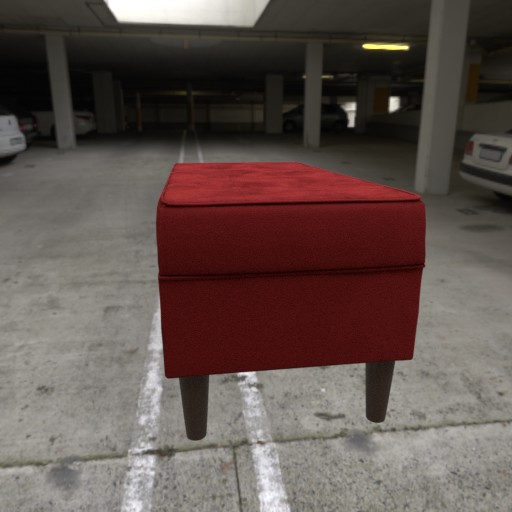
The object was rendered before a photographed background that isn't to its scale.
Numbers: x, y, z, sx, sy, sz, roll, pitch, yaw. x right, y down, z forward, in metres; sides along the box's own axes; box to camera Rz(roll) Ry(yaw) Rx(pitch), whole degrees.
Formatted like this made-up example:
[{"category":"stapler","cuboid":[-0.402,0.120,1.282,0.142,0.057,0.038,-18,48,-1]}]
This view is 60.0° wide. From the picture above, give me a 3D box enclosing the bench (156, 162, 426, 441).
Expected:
[{"category":"bench","cuboid":[0.000,0.000,1.282,0.492,0.471,1.016,-2,16,-8]}]
